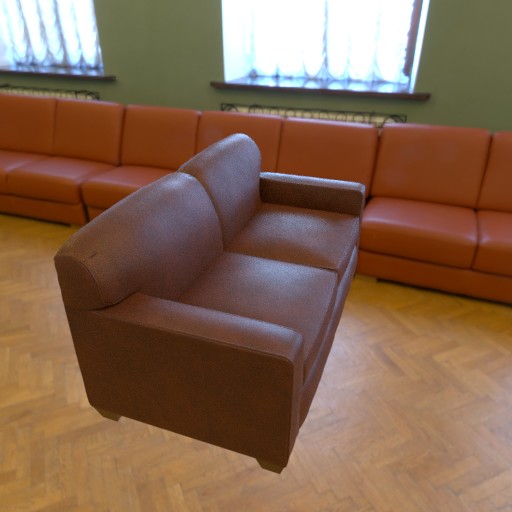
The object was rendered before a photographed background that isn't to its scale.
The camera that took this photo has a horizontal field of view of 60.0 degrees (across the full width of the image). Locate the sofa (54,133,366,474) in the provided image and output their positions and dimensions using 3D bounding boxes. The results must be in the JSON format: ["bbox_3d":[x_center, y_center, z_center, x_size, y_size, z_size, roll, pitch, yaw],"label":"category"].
[{"bbox_3d":[0.000,0.000,2.444,1.000,0.966,1.856,10,31,17],"label":"sofa"}]
